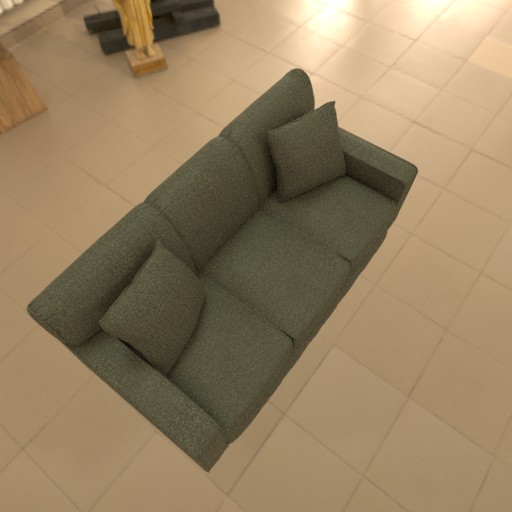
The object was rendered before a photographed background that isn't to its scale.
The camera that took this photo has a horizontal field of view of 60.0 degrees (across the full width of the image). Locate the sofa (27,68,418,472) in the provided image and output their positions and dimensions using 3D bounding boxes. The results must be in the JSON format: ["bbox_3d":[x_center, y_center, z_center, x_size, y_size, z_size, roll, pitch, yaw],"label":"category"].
[{"bbox_3d":[0.000,0.000,2.504,0.997,0.958,2.024,33,64,18],"label":"sofa"}]
